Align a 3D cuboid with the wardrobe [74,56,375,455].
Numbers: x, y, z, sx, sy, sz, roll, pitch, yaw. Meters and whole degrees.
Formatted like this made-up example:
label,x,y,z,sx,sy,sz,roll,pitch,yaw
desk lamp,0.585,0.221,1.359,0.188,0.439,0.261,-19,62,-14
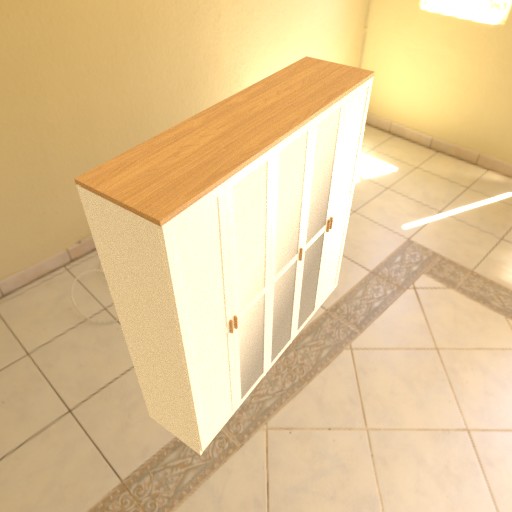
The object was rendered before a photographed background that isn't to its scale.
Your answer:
label,x,y,z,sx,sy,sz,roll,pitch,yaw
wardrobe,0.000,0.000,3.396,0.590,2.260,2.160,26,48,26
